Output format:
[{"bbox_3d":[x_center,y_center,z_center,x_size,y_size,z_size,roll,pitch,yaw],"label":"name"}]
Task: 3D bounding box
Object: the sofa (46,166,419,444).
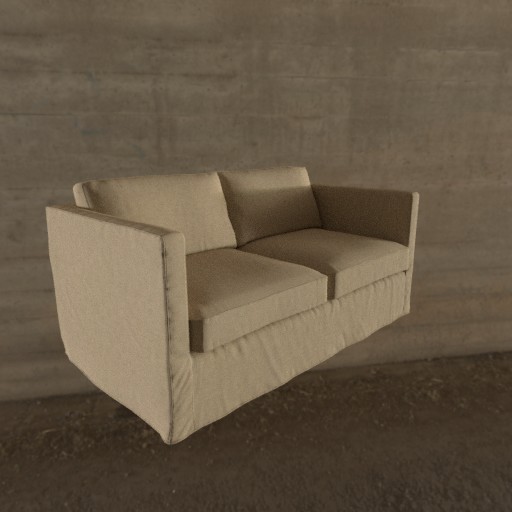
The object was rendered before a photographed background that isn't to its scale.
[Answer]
[{"bbox_3d":[0.000,0.000,2.267,1.719,0.835,0.962,-14,20,-43],"label":"sofa"}]
